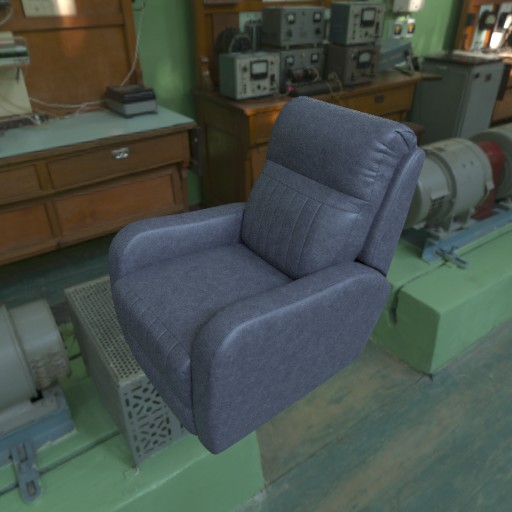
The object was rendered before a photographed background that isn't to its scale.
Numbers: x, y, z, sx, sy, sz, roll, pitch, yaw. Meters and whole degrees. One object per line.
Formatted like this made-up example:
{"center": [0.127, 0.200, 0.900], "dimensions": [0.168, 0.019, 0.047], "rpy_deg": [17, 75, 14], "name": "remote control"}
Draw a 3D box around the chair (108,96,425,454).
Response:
{"center": [0.000, 0.000, 1.809], "dimensions": [1.067, 1.067, 0.865], "rpy_deg": [-22, 38, -30], "name": "chair"}
